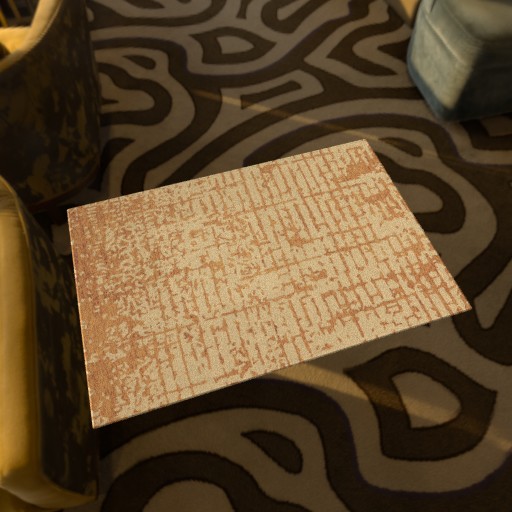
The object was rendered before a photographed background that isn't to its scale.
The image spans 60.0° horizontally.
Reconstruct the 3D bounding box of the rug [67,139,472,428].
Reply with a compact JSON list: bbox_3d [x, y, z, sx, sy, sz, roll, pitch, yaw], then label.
[{"bbox_3d":[0.000,0.000,2.321,1.829,0.011,1.219,-15,60,-9],"label":"rug"}]
